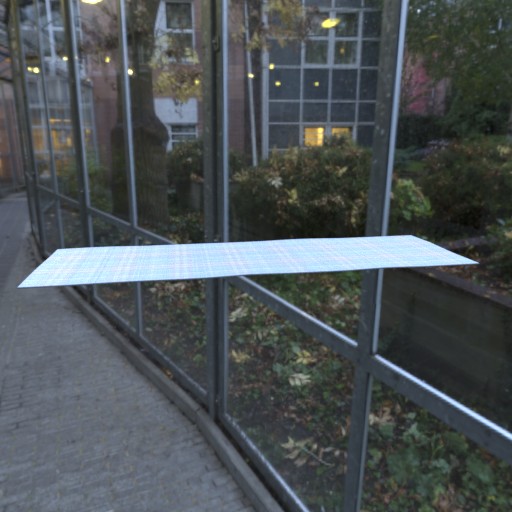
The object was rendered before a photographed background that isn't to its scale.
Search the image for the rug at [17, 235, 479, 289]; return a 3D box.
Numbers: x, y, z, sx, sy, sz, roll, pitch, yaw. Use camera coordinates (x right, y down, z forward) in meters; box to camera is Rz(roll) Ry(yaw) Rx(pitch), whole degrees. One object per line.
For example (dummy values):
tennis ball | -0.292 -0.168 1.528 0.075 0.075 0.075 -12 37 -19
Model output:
rug | 0.000 0.000 2.671 2.439 0.013 0.762 -3 15 -10
